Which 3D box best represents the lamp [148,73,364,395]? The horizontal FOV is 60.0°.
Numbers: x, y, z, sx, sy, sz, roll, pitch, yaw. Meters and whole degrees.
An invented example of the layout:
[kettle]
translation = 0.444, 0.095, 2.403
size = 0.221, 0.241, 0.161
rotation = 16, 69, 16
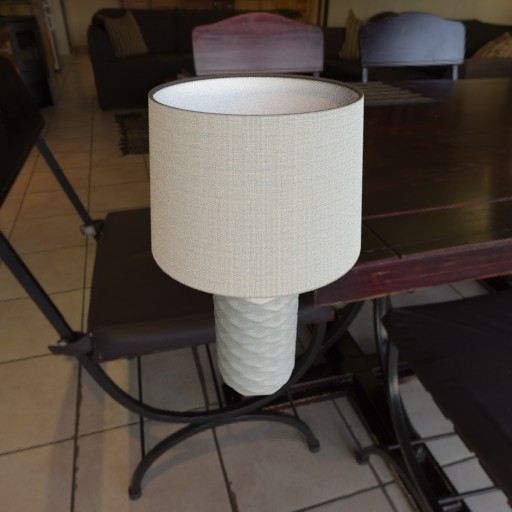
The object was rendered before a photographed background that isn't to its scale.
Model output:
[lamp]
translation = 0.000, 0.000, 0.833
size = 0.376, 0.594, 0.376
rotation = 0, 31, 0
